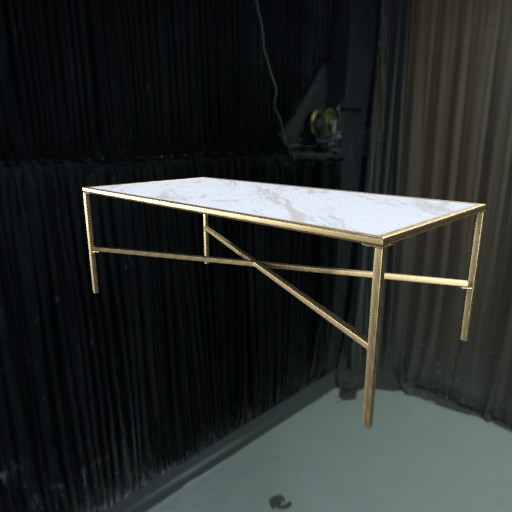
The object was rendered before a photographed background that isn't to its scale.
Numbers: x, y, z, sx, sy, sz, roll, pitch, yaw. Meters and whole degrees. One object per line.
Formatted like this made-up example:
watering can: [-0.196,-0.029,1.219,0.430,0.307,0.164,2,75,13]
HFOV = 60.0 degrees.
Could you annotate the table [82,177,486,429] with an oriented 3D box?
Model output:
table: [0.000,0.000,1.464,1.197,0.405,0.577,14,21,42]
